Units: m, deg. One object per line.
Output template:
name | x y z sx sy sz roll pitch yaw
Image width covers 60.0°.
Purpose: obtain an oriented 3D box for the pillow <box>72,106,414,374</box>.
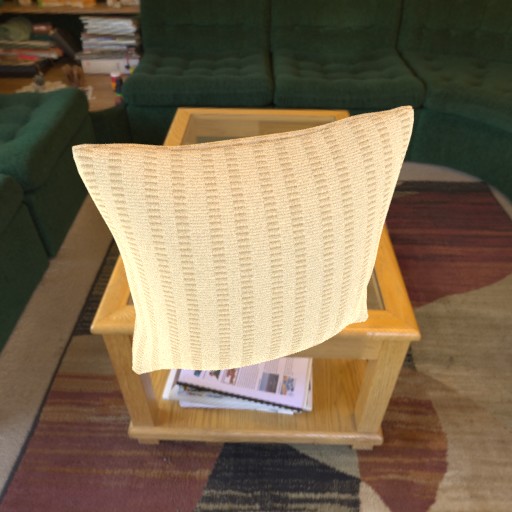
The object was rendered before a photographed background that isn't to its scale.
pillow | 0.000 0.000 0.672 0.438 0.419 0.247 -11 42 -12
